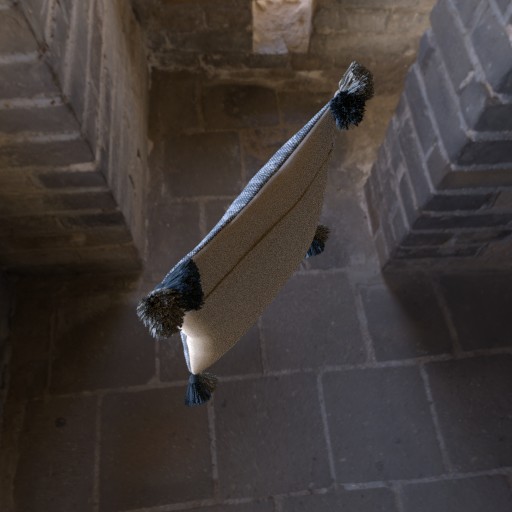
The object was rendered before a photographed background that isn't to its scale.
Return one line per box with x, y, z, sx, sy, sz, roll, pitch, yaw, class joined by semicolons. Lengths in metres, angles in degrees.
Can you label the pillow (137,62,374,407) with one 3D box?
0.000;0.000;0.915;0.138;0.634;0.614;34;68;16;pillow
